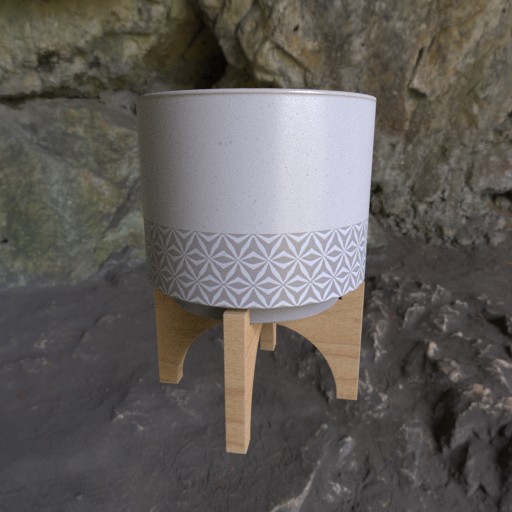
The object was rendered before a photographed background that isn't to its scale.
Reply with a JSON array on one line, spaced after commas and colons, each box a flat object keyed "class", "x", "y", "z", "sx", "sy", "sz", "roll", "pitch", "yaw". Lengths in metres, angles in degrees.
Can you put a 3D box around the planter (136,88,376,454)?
[{"class": "planter", "x": 0.000, "y": 0.000, "z": 0.392, "sx": 0.188, "sy": 0.260, "sz": 0.188, "roll": 0, "pitch": 15, "yaw": 0}]
